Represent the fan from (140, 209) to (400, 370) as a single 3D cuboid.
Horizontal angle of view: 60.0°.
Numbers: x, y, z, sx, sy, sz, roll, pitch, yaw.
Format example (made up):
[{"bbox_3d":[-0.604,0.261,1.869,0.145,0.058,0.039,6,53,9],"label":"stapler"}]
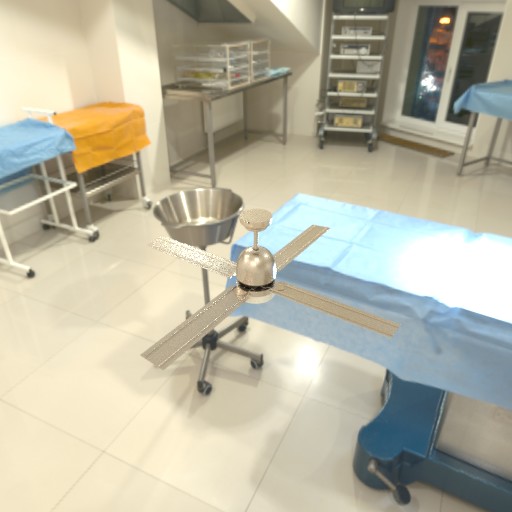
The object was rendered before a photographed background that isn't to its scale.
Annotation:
[{"bbox_3d":[0.000,0.000,2.022,1.346,0.406,1.346,18,35,28],"label":"fan"}]
